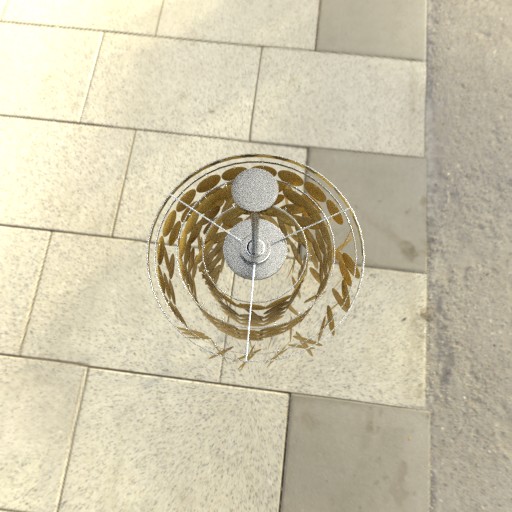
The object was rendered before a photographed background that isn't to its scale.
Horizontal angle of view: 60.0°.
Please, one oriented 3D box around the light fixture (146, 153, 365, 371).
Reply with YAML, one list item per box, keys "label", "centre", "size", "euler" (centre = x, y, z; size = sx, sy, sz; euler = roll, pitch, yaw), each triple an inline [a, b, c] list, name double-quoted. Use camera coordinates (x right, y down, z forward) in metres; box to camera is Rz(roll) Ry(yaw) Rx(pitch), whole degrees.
- label: "light fixture"
  centre: [0.000, 0.000, 0.738]
  size: [0.368, 0.492, 0.368]
  euler: [0, 73, 0]
